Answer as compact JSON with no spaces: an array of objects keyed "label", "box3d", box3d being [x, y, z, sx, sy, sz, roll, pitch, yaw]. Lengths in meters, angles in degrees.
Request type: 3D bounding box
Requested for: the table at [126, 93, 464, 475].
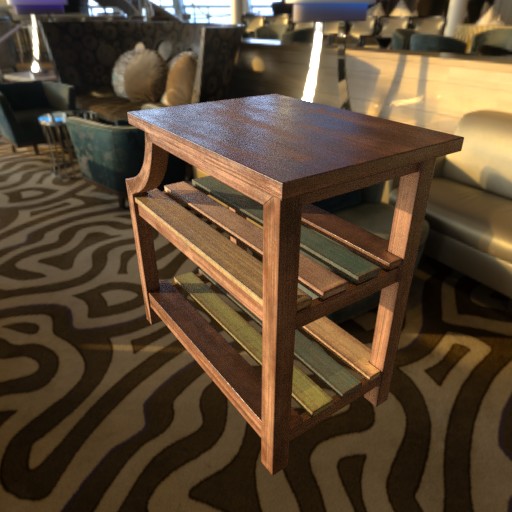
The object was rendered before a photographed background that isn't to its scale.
[{"label":"table","box3d":[0.000,0.000,0.952,0.356,0.584,0.609,-19,35,-30]}]
